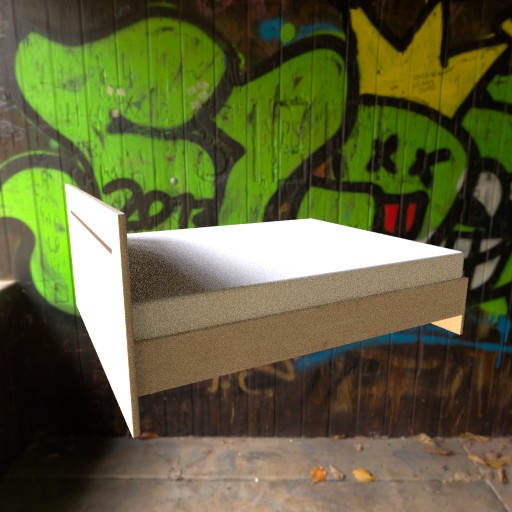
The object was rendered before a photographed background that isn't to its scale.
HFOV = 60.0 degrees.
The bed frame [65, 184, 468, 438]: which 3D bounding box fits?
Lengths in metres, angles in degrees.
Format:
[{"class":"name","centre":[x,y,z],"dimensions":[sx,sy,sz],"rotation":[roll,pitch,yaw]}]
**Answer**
[{"class":"bed frame","centre":[0.000,0.000,2.925],"dimensions":[2.080,0.900,1.800],"rotation":[-7,15,-27]}]
